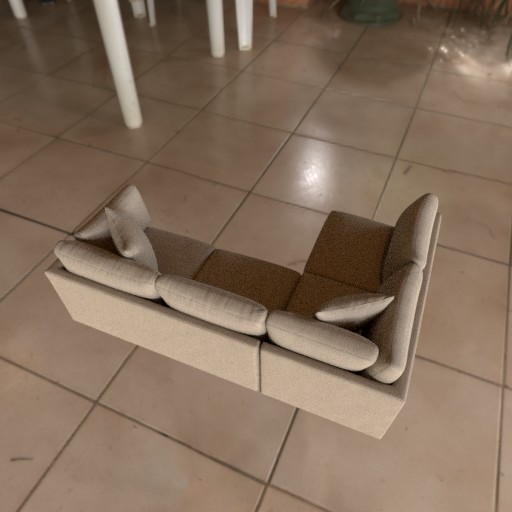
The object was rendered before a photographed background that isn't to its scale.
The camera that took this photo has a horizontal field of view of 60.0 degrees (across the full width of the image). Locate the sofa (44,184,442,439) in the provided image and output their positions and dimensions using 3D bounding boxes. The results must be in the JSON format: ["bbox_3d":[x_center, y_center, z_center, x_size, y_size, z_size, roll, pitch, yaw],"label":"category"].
[{"bbox_3d":[0.000,0.000,3.971,2.896,0.978,1.994,17,49,15],"label":"sofa"}]
